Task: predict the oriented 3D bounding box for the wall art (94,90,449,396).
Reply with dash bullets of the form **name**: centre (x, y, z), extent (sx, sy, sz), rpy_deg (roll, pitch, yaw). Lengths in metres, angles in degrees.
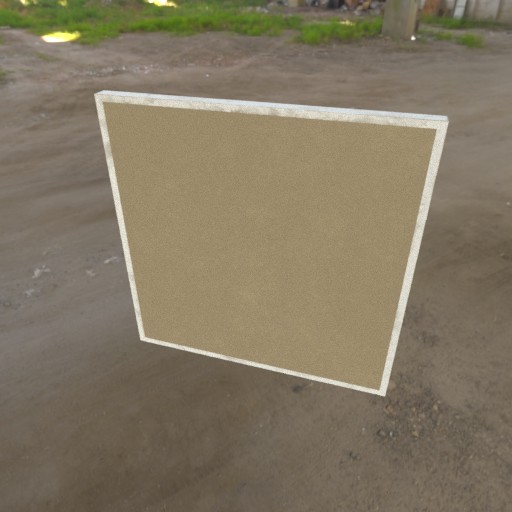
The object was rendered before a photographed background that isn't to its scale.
- **wall art**: centre (0.000, 0.000, 1.134), extent (0.760, 0.757, 0.038), rpy_deg (9, 34, 14)
